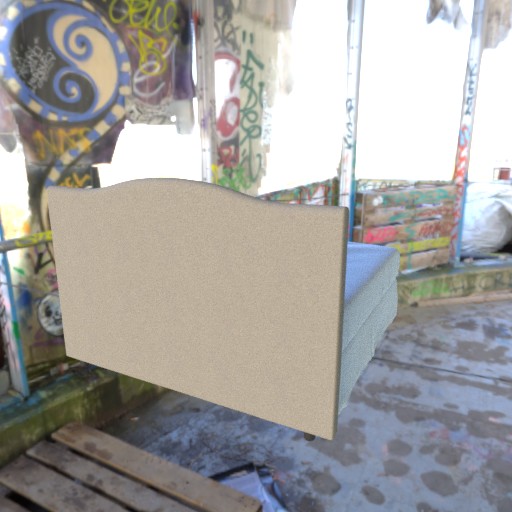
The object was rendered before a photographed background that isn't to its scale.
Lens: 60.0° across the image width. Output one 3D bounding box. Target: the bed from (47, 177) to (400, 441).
[{"bbox_3d":[0.000,0.000,3.610,2.083,1.421,2.182,8,17,27],"label":"bed"}]
